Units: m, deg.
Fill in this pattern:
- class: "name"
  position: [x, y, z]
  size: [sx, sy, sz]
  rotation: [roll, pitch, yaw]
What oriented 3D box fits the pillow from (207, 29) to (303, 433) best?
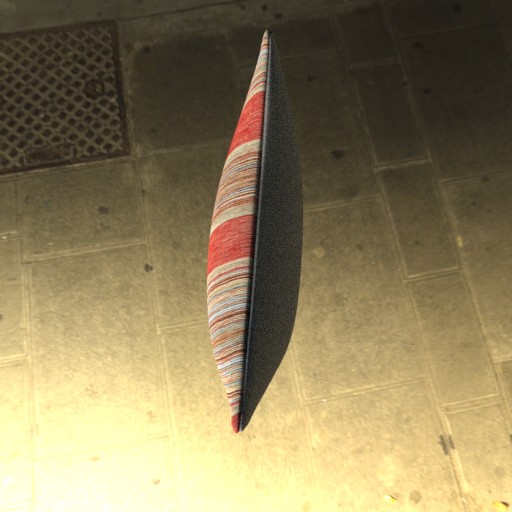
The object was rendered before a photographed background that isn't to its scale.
- class: "pillow"
  position: [0.000, 0.000, 0.646]
  size: [0.136, 0.419, 0.437]
  rotation: [4, 77, 1]
